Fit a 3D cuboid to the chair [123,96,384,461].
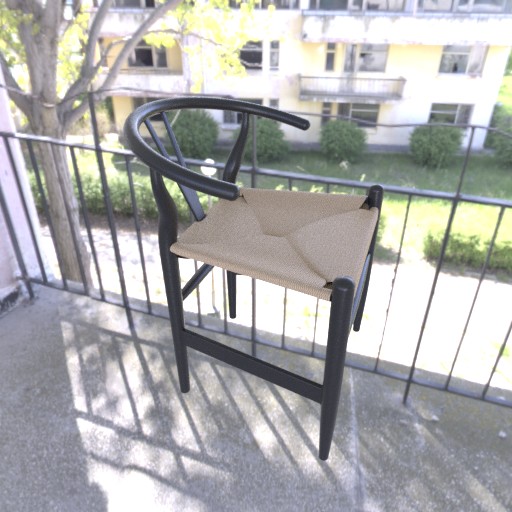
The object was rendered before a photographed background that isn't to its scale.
[{"bbox_3d":[0.000,0.000,1.164,0.570,0.739,0.570,10,32,17],"label":"chair"}]
